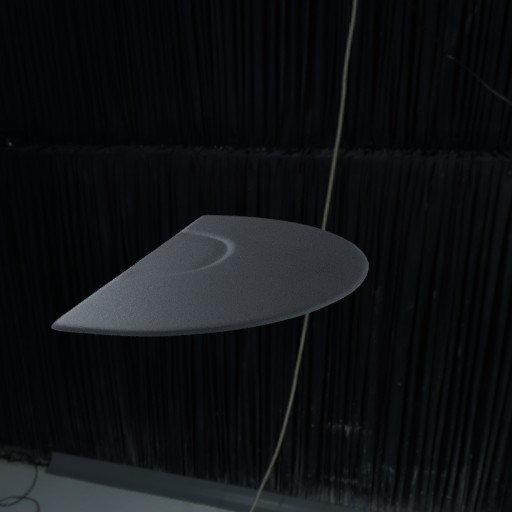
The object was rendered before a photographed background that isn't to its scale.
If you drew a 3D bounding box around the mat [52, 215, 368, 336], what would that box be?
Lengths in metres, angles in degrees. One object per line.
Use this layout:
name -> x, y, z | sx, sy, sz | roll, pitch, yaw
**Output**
mat -> 0.000, 0.000, 1.860 | 0.917, 0.016, 1.525 | 3, 17, 9
